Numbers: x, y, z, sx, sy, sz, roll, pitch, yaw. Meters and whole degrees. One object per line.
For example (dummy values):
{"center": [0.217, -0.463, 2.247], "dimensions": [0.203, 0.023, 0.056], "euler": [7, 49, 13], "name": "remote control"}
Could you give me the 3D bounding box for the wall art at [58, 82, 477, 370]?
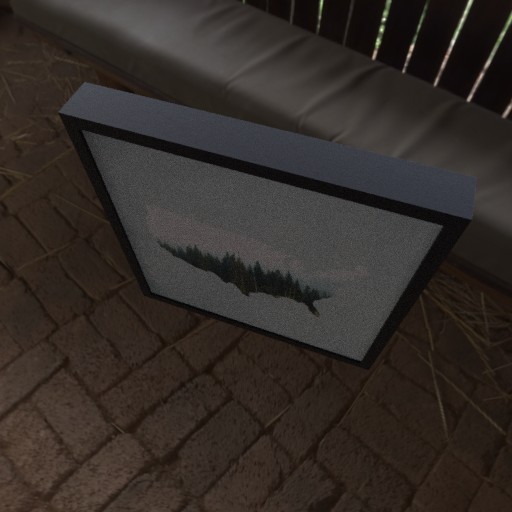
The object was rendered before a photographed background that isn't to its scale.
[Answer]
{"center": [0.000, 0.000, 0.446], "dimensions": [0.304, 0.304, 0.038], "euler": [17, 59, 10], "name": "wall art"}
